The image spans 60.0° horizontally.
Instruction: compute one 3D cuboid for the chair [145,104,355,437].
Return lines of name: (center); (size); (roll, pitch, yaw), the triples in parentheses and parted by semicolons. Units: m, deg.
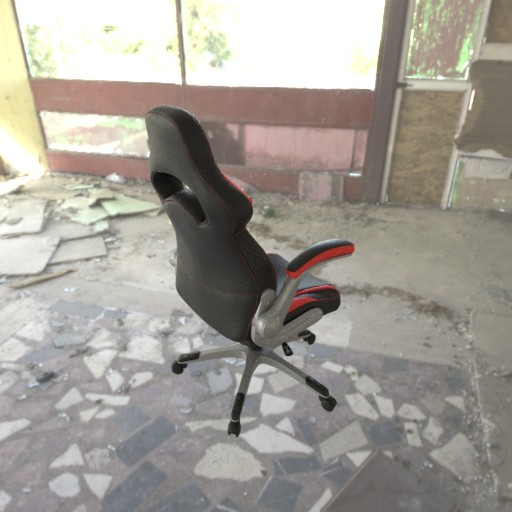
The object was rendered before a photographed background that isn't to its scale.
chair: (0.000, 0.000, 1.701); (0.712, 1.165, 0.758); (-20, 34, -33)
